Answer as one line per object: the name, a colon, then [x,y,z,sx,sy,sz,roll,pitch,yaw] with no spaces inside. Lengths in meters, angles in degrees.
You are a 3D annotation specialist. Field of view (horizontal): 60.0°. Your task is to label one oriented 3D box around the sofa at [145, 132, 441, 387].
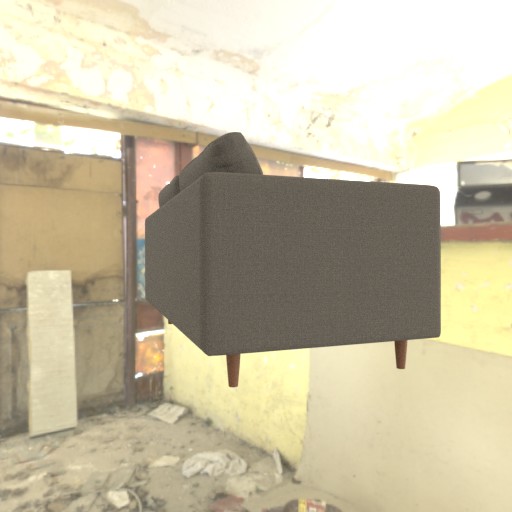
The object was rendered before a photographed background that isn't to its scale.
sofa: [0.000,0.000,2.255,0.940,0.866,1.713,0,1,-20]
